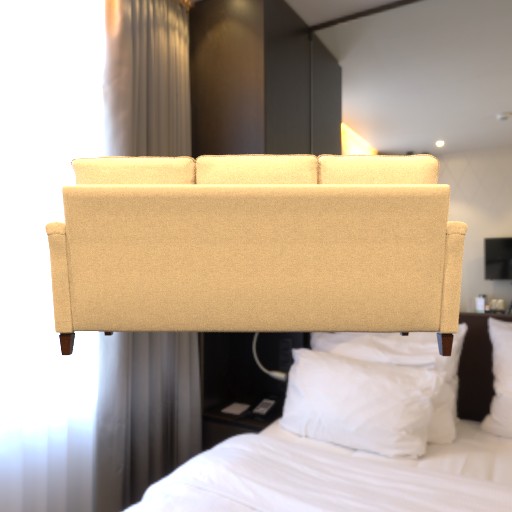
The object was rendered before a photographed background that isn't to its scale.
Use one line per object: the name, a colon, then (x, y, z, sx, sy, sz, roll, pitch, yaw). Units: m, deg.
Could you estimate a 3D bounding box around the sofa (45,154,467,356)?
sofa: (0.000, 0.000, 2.380, 1.925, 0.961, 0.828, 0, -1, 0)
